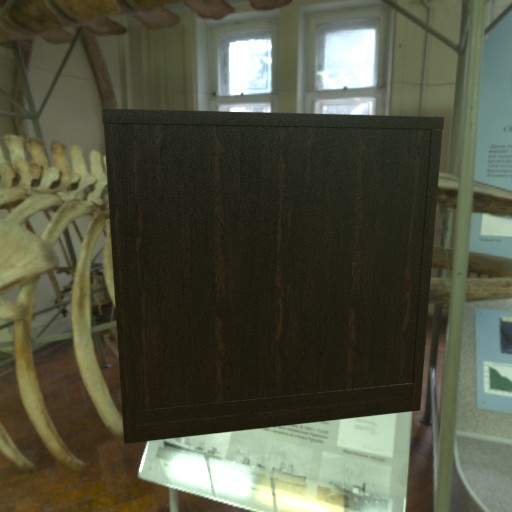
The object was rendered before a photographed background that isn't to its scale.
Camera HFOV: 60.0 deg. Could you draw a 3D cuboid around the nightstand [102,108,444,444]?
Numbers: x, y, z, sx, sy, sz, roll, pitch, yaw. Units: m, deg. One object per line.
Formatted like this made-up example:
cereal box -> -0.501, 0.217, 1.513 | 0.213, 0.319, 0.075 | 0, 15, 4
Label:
nightstand -> 0.000, 0.000, 0.867 | 0.489, 0.487, 0.427 | -2, 11, -11
